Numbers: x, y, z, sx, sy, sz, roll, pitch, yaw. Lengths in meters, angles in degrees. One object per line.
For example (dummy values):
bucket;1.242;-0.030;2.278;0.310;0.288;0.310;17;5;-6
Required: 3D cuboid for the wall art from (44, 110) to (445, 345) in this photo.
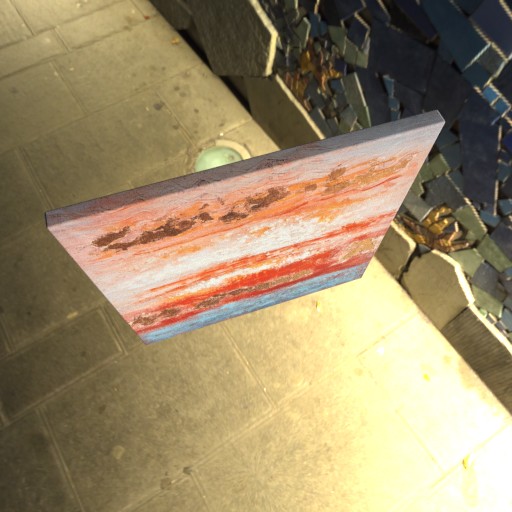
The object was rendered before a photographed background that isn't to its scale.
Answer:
wall art;0.000;0.000;1.130;0.747;0.747;0.035;-16;65;-8
